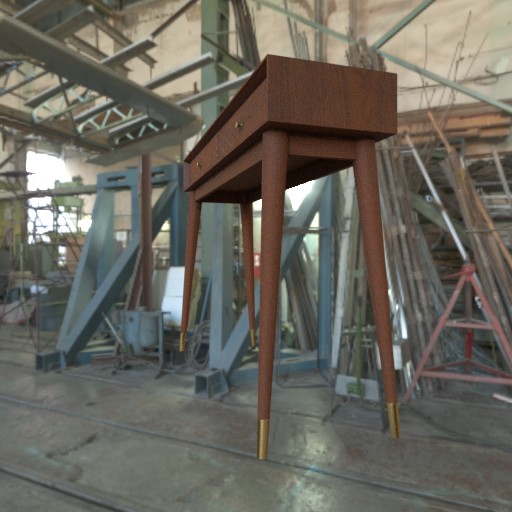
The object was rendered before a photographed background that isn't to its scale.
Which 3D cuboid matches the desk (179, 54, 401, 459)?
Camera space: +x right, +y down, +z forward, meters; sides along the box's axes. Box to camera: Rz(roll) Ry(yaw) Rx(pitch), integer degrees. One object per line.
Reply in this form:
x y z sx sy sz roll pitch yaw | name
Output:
0.000 0.000 1.627 0.384 0.917 1.204 0 0 -18 | desk
